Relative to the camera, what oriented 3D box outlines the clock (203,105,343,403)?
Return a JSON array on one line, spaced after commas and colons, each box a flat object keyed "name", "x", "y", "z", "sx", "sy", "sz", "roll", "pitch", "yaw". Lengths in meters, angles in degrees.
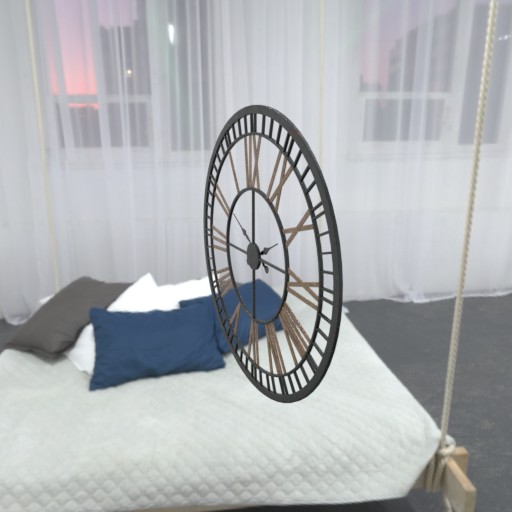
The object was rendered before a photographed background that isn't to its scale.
[{"name": "clock", "x": 0.000, "y": 0.000, "z": 1.305, "sx": 0.025, "sy": 0.843, "sz": 0.843, "roll": -7, "pitch": 17, "yaw": -25}]
